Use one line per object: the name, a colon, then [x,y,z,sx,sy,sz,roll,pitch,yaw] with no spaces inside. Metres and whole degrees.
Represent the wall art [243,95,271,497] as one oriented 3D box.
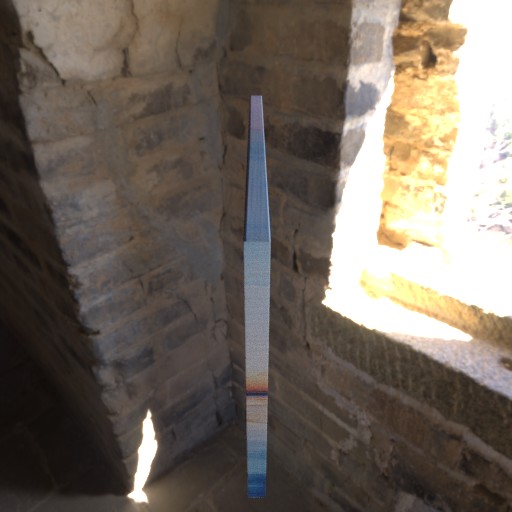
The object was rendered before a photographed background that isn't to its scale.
wall art: [0.000,0.000,1.140,0.037,0.605,0.911,0,32,0]
